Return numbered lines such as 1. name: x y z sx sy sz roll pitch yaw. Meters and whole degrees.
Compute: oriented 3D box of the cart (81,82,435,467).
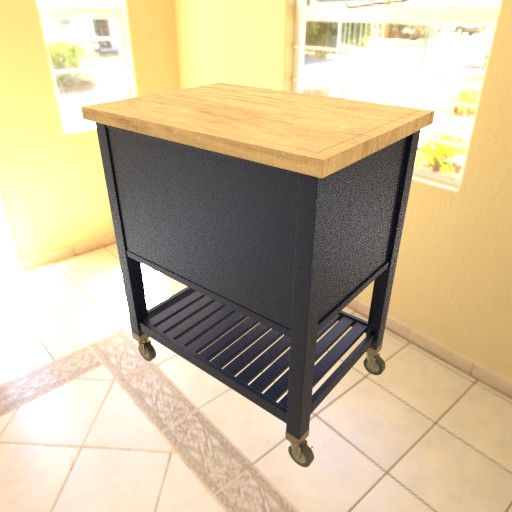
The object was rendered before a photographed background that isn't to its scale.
1. cart: 0.000 0.000 1.431 0.797 0.920 0.567 22 36 33
